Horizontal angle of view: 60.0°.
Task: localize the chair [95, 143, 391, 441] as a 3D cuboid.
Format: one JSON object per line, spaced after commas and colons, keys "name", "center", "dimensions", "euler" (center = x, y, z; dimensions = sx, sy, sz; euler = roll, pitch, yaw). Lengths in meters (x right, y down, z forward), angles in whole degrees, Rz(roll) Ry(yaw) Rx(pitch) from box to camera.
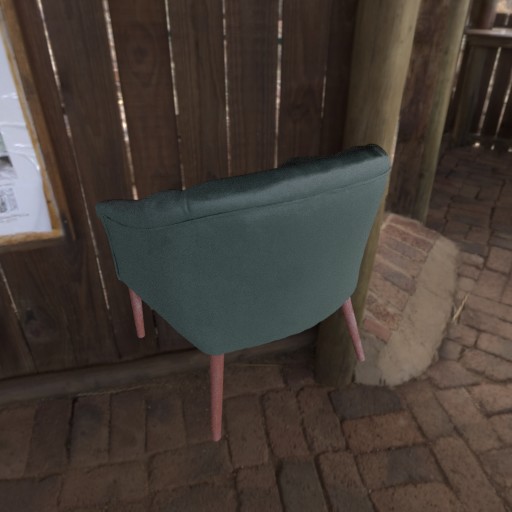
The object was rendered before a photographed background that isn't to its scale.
{"name": "chair", "center": [0.000, 0.000, 1.521], "dimensions": [0.851, 0.885, 0.776], "euler": [-19, 36, -28]}
